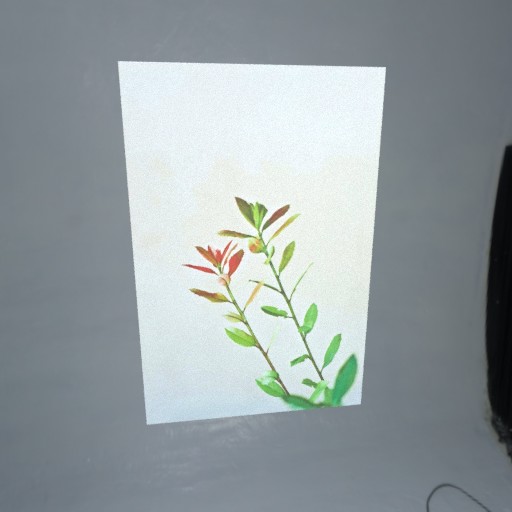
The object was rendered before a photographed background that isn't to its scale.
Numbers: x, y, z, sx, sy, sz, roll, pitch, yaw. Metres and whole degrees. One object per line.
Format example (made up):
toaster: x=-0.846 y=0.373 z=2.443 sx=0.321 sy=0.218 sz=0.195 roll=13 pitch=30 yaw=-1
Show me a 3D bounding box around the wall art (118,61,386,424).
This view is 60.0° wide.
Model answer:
wall art: x=0.000 y=0.000 z=0.769 sx=0.408 sy=0.611 sz=0.038 roll=-2 pitch=16 yaw=-8
